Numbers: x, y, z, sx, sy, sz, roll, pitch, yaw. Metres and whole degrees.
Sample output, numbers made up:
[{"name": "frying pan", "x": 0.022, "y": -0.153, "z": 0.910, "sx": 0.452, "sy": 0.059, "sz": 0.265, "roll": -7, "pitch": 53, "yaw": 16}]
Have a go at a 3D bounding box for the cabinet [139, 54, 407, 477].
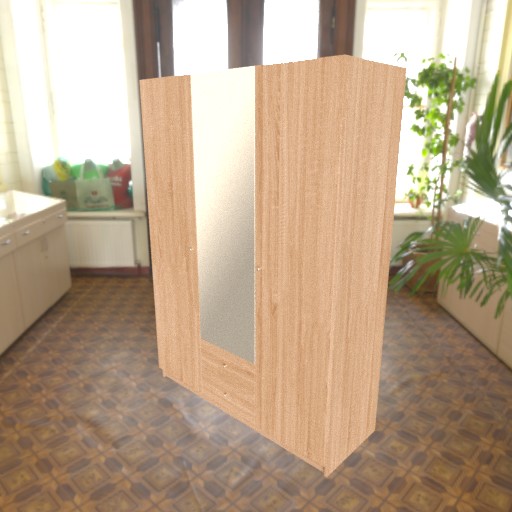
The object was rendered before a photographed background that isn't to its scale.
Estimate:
[{"name": "cabinet", "x": 0.000, "y": 0.000, "z": 2.780, "sx": 1.500, "sy": 2.120, "sz": 0.590, "roll": 15, "pitch": 22, "yaw": 41}]
